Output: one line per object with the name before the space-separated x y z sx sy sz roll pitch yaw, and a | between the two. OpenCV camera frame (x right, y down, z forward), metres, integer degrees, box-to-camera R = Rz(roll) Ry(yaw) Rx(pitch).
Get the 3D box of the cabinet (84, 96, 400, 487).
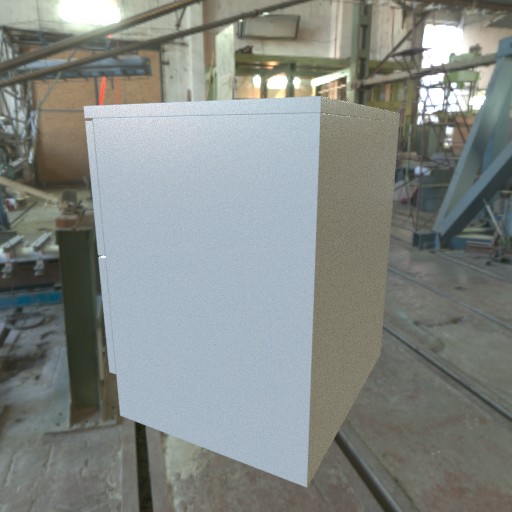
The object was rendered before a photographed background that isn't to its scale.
cabinet | 0.000 0.000 0.752 0.360 0.470 0.400 8 17 27
